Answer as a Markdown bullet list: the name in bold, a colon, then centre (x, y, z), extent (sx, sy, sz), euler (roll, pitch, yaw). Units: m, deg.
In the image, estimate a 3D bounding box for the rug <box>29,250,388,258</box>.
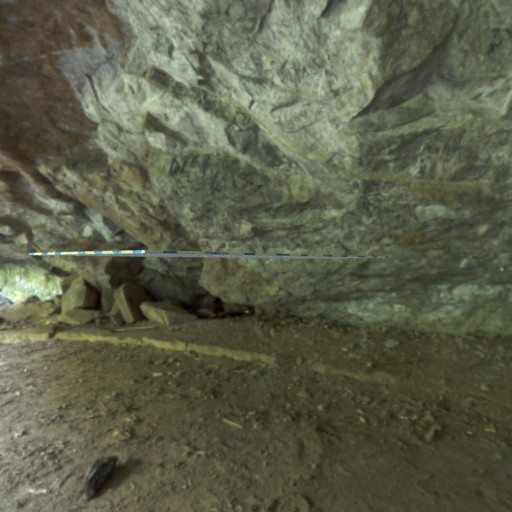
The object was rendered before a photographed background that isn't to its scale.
- **rug**: centre (0.000, 0.000, 1.706), extent (0.503, 0.007, 1.492), euler (-1, -1, 36)
